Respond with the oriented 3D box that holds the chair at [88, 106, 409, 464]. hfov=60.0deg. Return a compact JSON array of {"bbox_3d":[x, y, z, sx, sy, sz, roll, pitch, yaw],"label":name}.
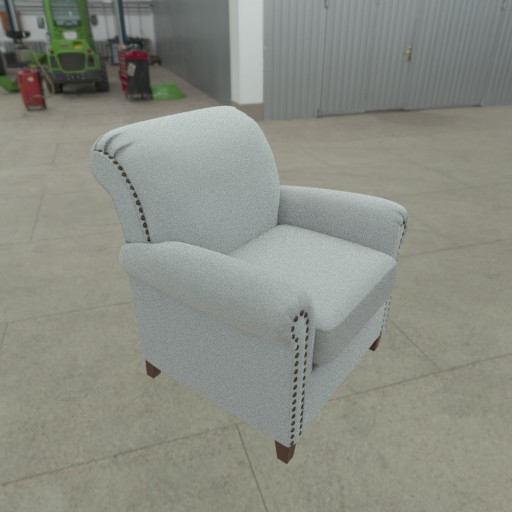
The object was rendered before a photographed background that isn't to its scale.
[{"bbox_3d":[0.000,0.000,1.602,0.890,0.927,0.854,19,34,32],"label":"chair"}]
